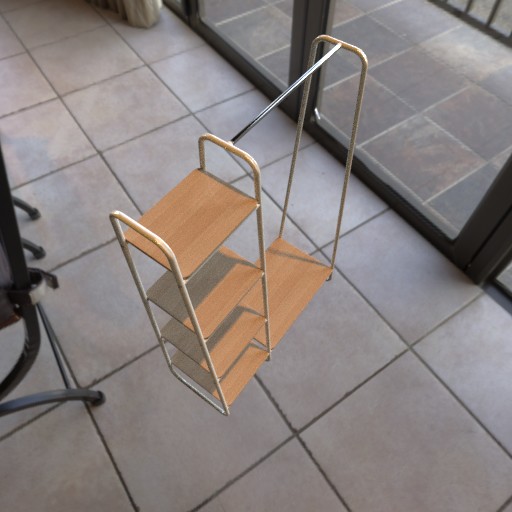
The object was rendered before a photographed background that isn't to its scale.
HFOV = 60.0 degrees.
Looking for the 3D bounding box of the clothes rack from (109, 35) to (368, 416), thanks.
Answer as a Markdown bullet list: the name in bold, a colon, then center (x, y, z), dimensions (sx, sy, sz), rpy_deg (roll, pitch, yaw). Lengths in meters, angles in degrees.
- **clothes rack**: center (0.000, 0.000, 1.945), dimensions (0.400, 1.500, 1.011), rpy_deg (32, 62, 19)
